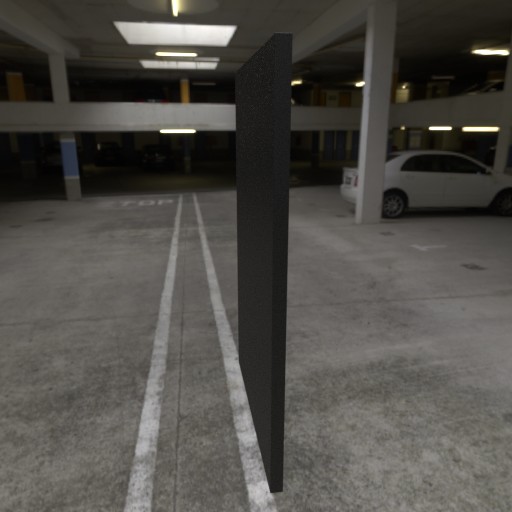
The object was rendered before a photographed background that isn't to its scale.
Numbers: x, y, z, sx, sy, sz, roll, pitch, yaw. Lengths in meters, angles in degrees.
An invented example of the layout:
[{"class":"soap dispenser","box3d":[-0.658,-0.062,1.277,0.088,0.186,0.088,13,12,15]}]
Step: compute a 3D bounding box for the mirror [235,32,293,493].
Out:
[{"class":"mirror","box3d":[0.000,0.000,1.484,0.038,1.219,0.762,-3,17,-9]}]
